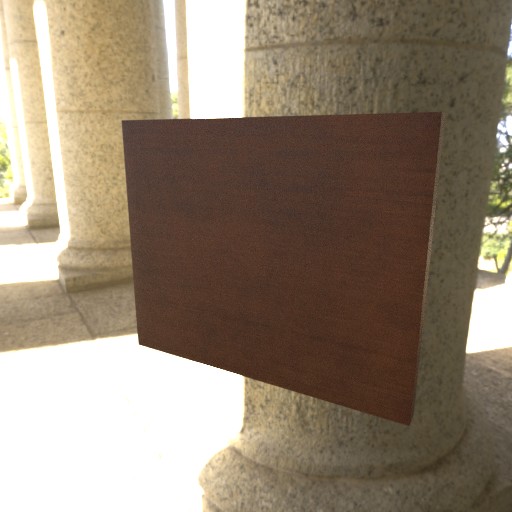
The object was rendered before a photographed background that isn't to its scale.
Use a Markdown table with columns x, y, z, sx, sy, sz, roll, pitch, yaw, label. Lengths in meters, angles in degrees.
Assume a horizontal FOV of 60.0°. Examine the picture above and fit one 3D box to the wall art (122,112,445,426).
| x | y | z | sx | sy | sz | roll | pitch | yaw | label |
| --- | --- | --- | --- | --- | --- | --- | --- | --- | --- |
| 0.000 | 0.000 | 0.765 | 0.558 | 0.457 | 0.033 | 8 | 17 | 29 | wall art |
